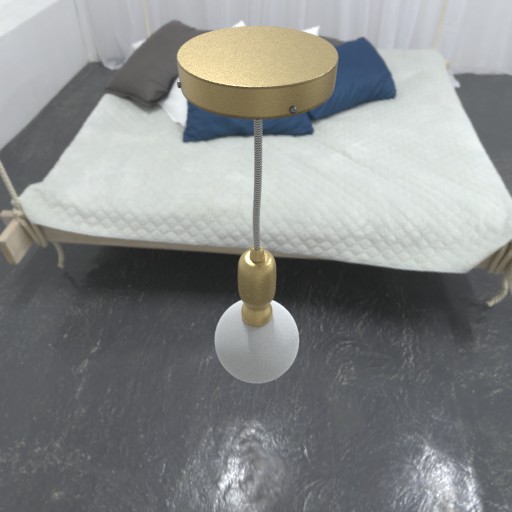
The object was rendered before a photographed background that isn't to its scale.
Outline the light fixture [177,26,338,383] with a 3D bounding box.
[{"bbox_3d":[0.000,0.000,0.574,0.146,0.510,0.147,-10,45,-10],"label":"light fixture"}]
